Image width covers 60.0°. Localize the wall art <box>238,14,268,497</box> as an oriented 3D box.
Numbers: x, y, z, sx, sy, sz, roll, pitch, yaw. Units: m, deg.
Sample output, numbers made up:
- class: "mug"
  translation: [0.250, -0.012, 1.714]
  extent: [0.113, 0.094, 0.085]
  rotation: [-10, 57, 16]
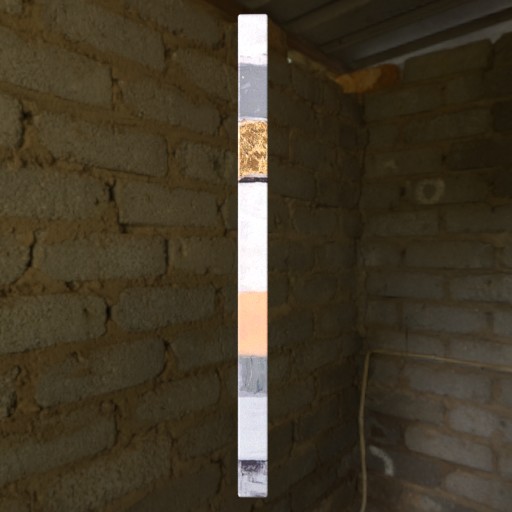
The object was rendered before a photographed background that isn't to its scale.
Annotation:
- class: "wall art"
  translation: [0.000, 0.000, 0.785]
  extent: [0.038, 0.609, 0.456]
  rotation: [0, 0, 1]
